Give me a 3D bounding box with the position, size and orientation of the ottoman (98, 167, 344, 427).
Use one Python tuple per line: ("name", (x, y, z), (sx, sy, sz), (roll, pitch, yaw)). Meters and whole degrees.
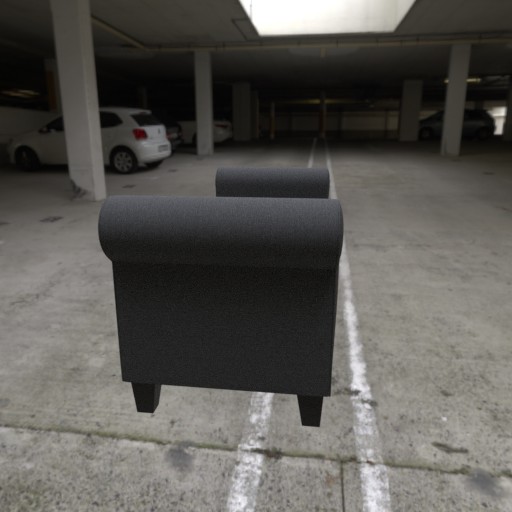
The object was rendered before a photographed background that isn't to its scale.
("ottoman", (0.000, 0.000, 1.551), (0.521, 0.547, 1.256), (2, 15, 7))
